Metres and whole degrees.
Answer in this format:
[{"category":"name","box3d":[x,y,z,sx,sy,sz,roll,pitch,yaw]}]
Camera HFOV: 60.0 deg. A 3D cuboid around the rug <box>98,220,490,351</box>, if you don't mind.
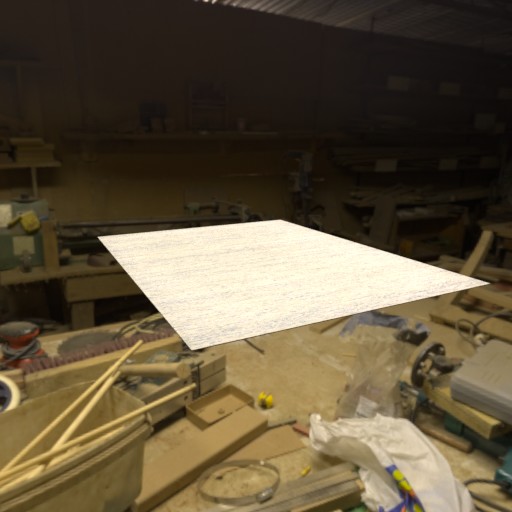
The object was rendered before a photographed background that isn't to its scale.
[{"category":"rug","box3d":[0.000,0.000,4.269,2.438,0.006,3.197,-8,16,-27]}]
